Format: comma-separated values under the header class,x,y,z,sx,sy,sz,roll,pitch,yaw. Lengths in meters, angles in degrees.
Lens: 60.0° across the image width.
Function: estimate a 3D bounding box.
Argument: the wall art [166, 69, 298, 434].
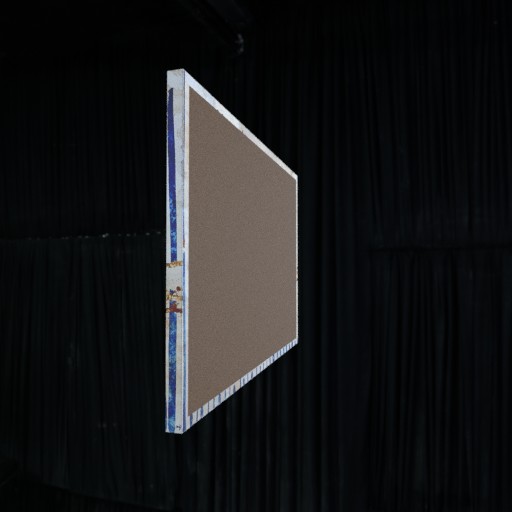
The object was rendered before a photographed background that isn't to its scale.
class,x,y,z,sx,sy,sz,roll,pitch,yaw
wall art,0.000,0.000,1.181,0.030,0.609,0.919,0,-1,17
